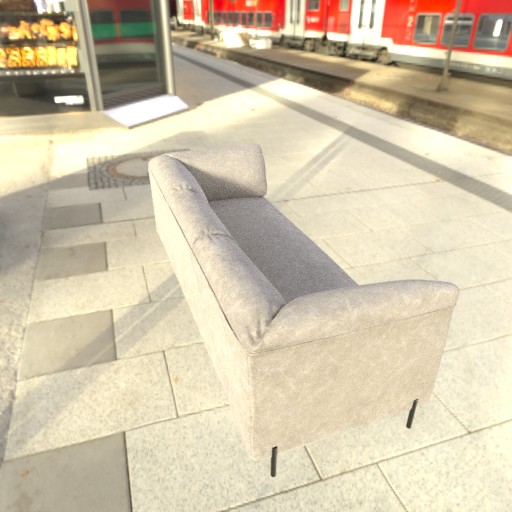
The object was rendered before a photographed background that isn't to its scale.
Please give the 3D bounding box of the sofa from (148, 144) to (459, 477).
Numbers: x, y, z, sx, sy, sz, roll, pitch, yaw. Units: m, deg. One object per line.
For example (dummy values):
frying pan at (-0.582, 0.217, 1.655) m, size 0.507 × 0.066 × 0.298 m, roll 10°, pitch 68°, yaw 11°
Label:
sofa at (0.000, 0.000, 2.623) m, size 0.899 × 0.758 × 2.238 m, roll -10°, pitch 31°, yaw -18°
